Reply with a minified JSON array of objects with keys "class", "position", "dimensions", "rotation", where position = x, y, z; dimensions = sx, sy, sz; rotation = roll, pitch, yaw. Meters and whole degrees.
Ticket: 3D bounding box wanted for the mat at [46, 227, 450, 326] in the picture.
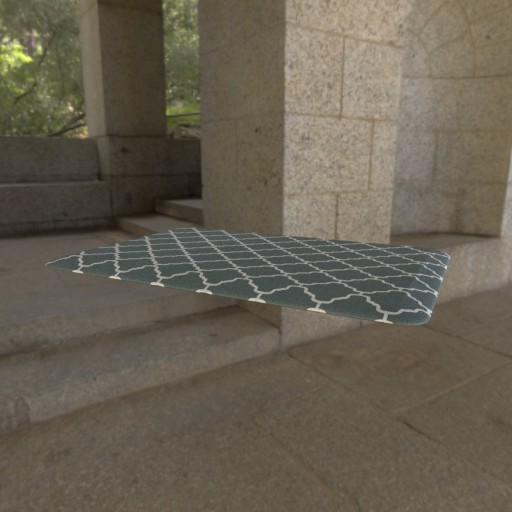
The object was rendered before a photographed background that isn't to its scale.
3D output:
[{"class":"mat","position":[0.000,0.000,0.974],"dimensions":[0.762,0.021,0.508],"rotation":[6,14,26]}]
